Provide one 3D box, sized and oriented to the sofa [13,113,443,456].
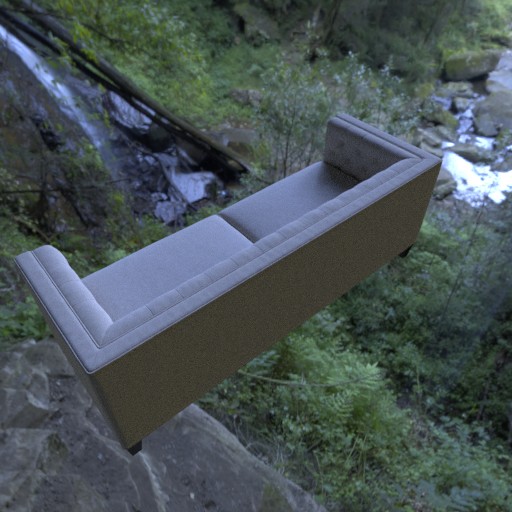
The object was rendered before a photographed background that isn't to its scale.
[{"bbox_3d":[0.000,0.000,2.495,2.159,0.762,0.775,-30,52,-28],"label":"sofa"}]
